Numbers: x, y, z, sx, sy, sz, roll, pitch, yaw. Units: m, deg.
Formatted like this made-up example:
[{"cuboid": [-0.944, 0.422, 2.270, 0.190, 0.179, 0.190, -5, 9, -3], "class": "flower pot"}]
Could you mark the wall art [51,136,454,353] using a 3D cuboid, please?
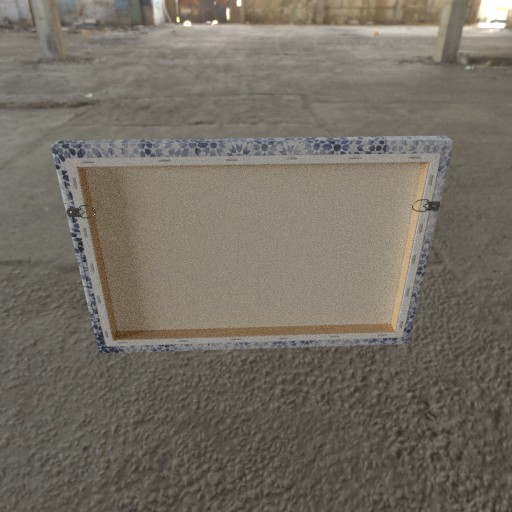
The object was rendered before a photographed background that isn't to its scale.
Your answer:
[{"cuboid": [0.000, 0.000, 0.777, 0.608, 0.406, 0.030, -1, 30, -2], "class": "wall art"}]
